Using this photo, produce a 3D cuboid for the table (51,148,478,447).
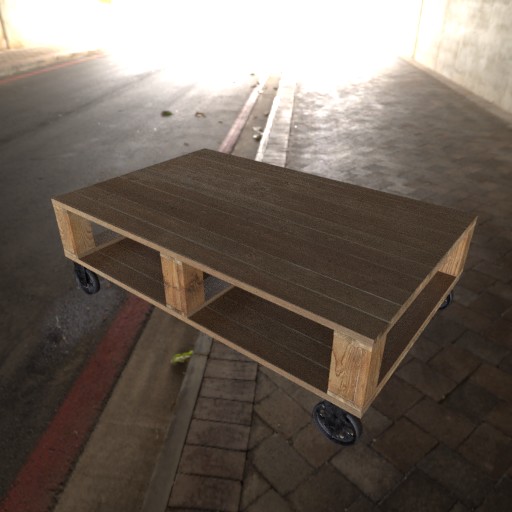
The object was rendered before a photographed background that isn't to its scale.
[{"bbox_3d":[0.000,0.000,1.697,1.299,0.413,0.827,21,36,32],"label":"table"}]
